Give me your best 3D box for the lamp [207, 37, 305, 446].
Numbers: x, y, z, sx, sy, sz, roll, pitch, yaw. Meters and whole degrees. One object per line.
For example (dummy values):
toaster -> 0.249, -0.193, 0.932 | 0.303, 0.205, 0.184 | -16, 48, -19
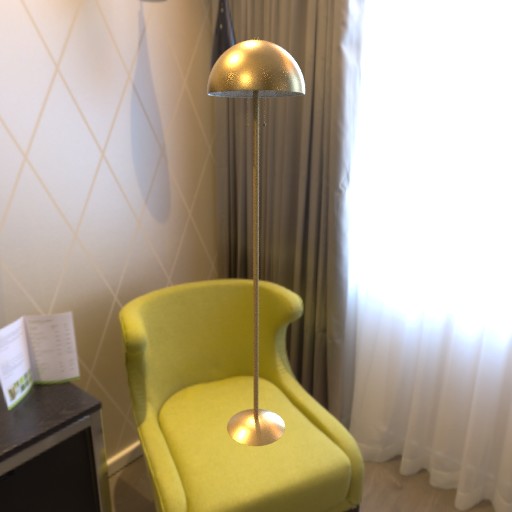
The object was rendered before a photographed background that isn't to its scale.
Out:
lamp -> 0.000, 0.000, 1.648 | 0.328, 1.480, 0.328 | 2, 16, 8
